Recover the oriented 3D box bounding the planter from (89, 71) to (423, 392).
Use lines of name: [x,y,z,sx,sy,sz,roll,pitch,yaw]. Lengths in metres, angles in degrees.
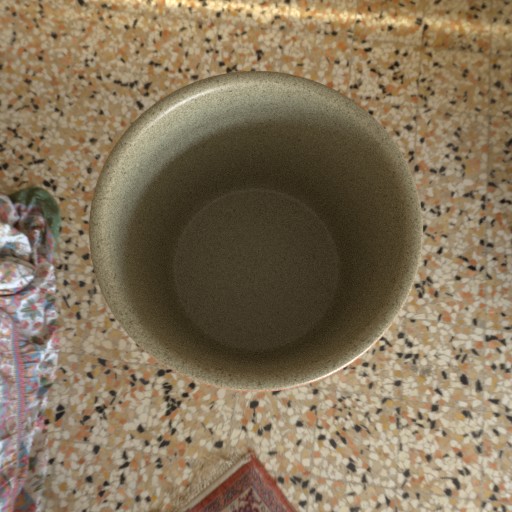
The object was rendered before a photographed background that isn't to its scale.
planter: [0.000,0.000,0.349,0.191,0.200,0.191,0,77,0]
